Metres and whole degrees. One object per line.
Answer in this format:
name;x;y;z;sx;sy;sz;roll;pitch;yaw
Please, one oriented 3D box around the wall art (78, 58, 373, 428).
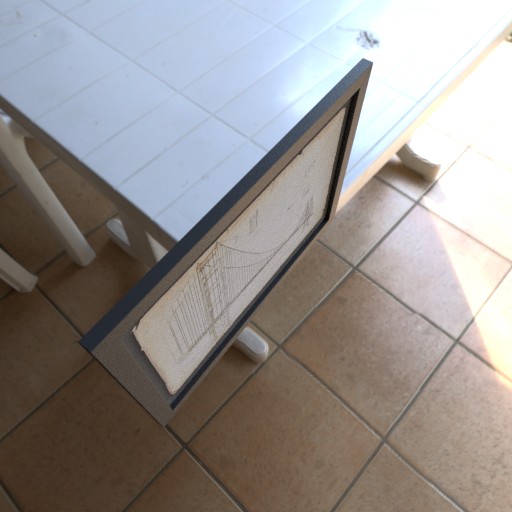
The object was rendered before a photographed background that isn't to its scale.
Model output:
wall art;0.000;0.000;0.555;0.016;0.306;0.432;33;64;18
